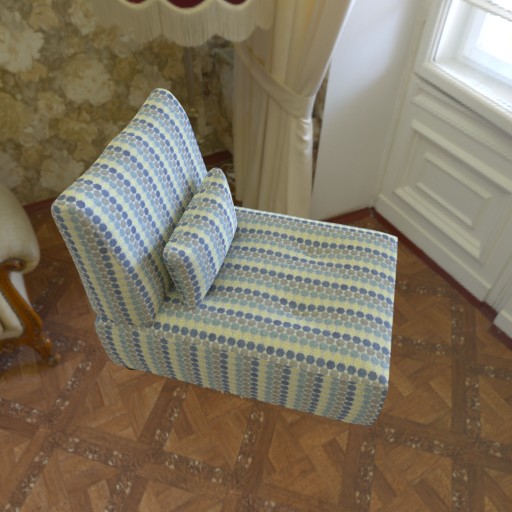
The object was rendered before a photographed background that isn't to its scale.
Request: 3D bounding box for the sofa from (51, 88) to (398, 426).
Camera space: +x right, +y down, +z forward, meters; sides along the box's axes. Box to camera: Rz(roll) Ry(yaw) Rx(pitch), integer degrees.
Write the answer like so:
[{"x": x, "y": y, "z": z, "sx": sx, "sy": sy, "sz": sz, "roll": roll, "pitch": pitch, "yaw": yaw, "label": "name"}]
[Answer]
[{"x": 0.000, "y": 0.000, "z": 1.561, "sx": 1.000, "sy": 0.820, "sz": 0.700, "roll": 11, "pitch": 48, "yaw": 10, "label": "sofa"}]
